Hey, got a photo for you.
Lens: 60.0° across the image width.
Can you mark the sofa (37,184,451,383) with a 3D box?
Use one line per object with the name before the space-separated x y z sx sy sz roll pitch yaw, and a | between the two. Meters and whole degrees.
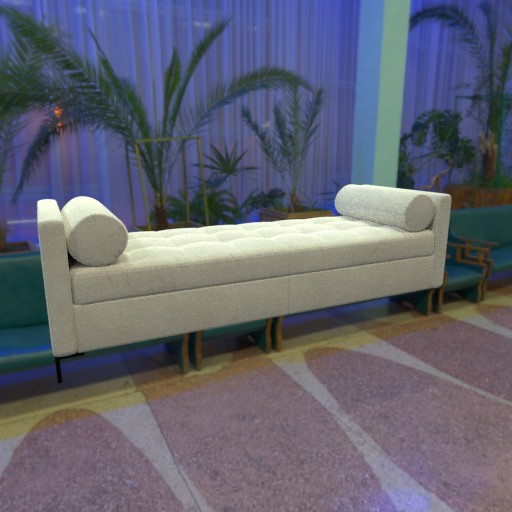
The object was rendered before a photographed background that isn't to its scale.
sofa | 0.000 0.000 2.292 1.981 0.635 0.686 -7 15 -25
